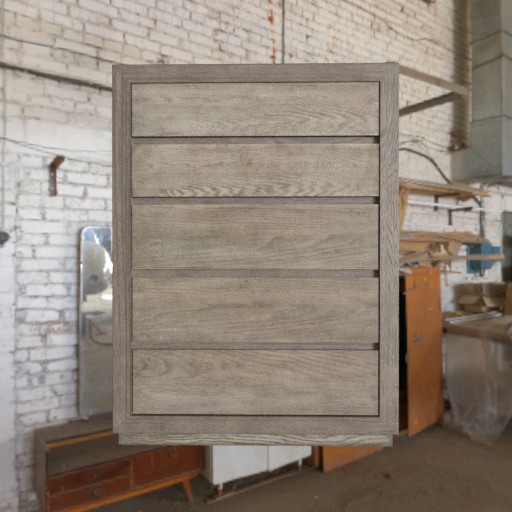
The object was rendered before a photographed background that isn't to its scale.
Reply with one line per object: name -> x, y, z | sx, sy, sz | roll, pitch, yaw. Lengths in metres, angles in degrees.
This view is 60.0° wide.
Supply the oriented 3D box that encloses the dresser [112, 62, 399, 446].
dresser -> 0.000, 0.000, 1.732 | 0.967, 1.295, 0.483 | 0, 0, 1
